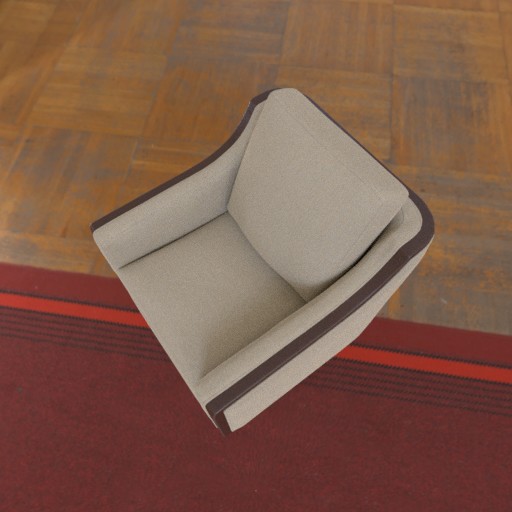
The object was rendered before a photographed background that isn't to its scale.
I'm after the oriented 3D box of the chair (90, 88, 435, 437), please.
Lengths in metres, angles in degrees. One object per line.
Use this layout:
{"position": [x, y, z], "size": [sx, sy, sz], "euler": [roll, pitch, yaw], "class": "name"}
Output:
{"position": [0.000, 0.000, 1.716], "size": [0.950, 0.930, 0.870], "euler": [-33, 67, -16], "class": "chair"}
